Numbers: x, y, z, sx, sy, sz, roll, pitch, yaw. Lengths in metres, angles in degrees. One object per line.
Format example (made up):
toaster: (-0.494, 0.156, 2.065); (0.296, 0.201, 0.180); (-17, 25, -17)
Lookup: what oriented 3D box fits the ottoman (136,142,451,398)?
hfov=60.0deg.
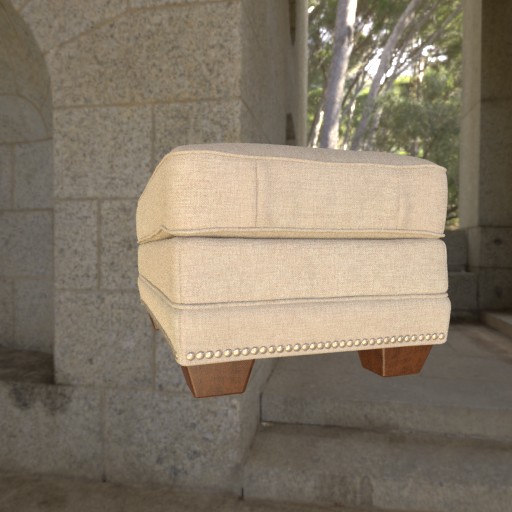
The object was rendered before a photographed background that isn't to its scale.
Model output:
ottoman: (0.000, 0.000, 1.139); (0.559, 0.458, 0.813); (0, 1, -19)
